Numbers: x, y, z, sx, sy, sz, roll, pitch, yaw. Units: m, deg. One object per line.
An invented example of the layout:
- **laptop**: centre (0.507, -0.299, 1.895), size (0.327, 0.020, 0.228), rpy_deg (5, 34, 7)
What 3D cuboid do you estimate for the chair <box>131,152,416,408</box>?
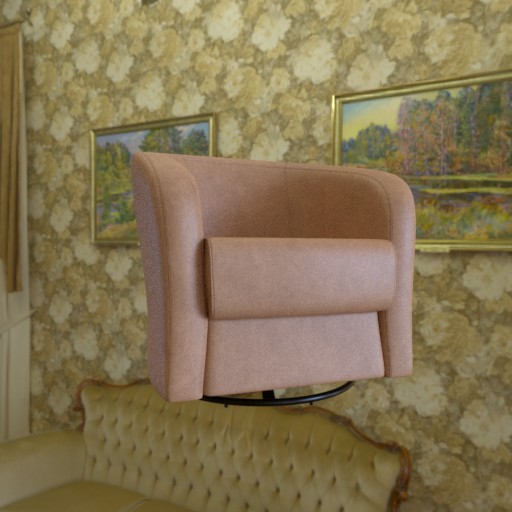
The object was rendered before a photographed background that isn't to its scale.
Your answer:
- **chair**: centre (0.000, 0.000, 1.446), size (0.791, 0.771, 0.815), rpy_deg (0, 0, -20)
